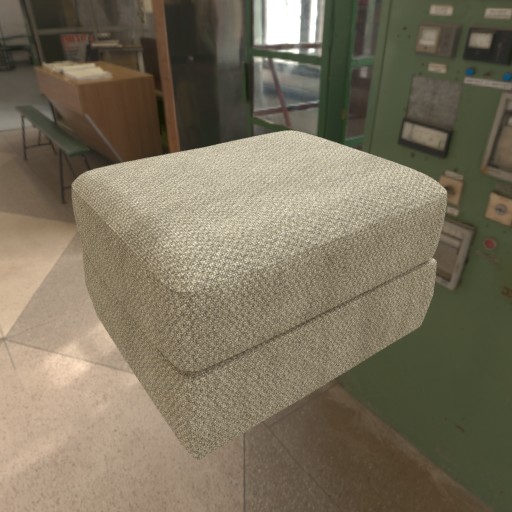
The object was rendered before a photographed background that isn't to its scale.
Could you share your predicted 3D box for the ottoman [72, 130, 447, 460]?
[{"bbox_3d":[0.000,0.000,1.139,0.751,0.476,0.603,-20,36,-30],"label":"ottoman"}]
